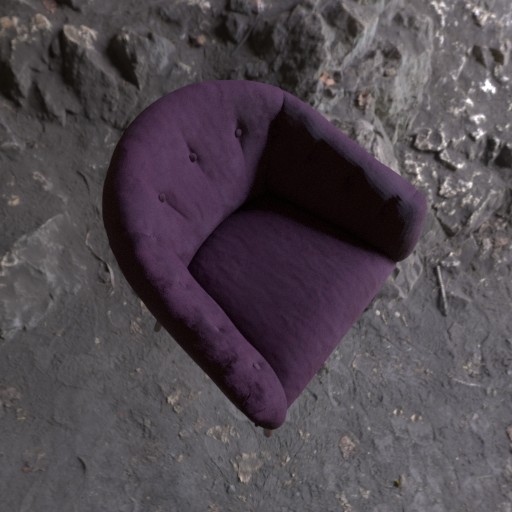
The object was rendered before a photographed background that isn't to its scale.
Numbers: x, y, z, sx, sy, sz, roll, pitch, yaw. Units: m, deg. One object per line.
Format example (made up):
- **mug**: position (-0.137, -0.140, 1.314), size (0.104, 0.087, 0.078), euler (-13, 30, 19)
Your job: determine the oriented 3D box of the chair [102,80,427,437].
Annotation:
- **chair**: position (0.000, 0.000, 1.459), size (0.776, 0.885, 0.851), euler (35, 66, 19)
